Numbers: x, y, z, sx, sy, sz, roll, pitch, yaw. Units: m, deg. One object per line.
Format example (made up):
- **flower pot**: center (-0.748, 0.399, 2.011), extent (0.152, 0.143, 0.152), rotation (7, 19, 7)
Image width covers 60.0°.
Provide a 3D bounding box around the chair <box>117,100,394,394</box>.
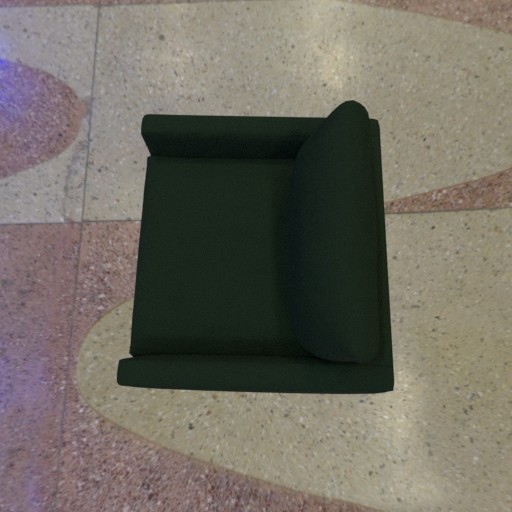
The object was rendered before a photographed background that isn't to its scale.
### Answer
- **chair**: center (0.000, 0.000, 1.640), extent (0.866, 0.861, 0.963), rotation (1, 75, 0)
